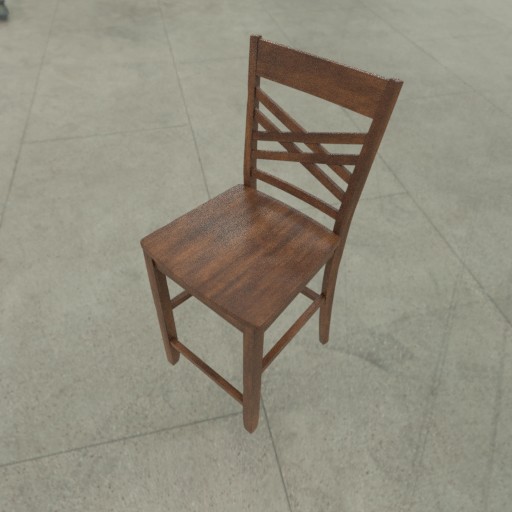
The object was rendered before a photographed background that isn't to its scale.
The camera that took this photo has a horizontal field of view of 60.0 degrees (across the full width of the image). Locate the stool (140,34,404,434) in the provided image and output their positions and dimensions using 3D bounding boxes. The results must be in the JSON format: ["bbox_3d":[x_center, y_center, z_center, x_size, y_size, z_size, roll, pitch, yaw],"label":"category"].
[{"bbox_3d":[0.000,0.000,1.377,0.462,1.079,0.539,32,53,28],"label":"stool"}]
